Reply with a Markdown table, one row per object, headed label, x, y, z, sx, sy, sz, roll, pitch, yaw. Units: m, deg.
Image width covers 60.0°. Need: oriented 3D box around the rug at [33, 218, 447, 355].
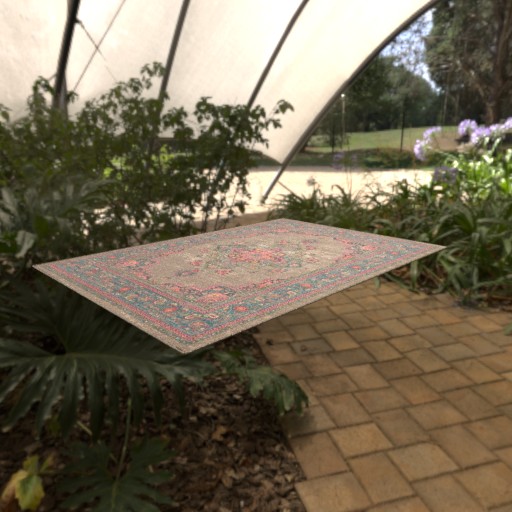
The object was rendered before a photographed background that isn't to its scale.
| label | x | y | z | sx | sy | sz | roll | pitch | yaw |
| --- | --- | --- | --- | --- | --- | --- | --- | --- | --- |
| rug | 0.000 | 0.000 | 3.714 | 2.890 | 0.013 | 2.005 | -15 | 21 | -43 |
